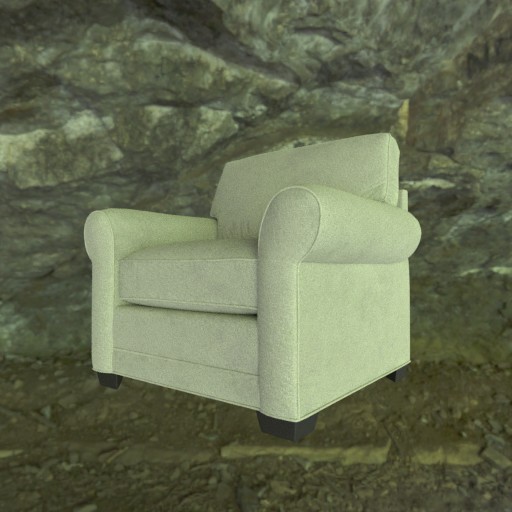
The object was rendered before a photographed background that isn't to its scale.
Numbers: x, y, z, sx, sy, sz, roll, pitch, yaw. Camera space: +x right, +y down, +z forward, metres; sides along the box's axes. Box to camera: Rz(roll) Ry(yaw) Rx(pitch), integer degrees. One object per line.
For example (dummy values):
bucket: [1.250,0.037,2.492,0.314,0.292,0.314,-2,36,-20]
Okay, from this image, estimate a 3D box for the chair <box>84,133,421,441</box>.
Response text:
chair: [0.000,0.000,1.849,1.147,1.044,0.939,-1,-1,38]
